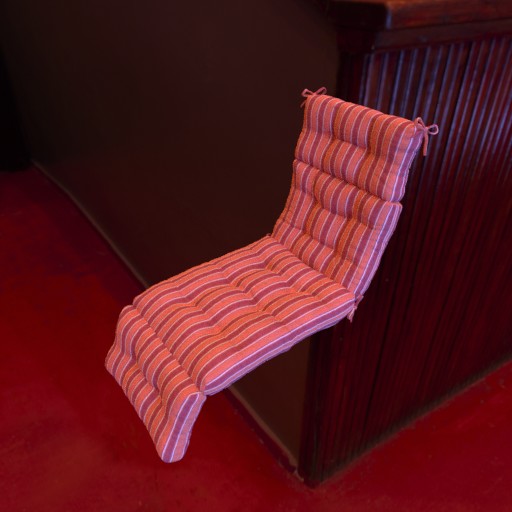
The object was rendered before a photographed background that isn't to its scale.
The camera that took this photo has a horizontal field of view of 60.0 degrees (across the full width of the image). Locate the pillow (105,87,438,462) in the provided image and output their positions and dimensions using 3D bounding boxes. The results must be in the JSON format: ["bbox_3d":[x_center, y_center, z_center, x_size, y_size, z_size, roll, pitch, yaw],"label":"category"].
[{"bbox_3d":[0.000,0.000,1.466,1.016,0.863,0.526,-23,41,-30],"label":"pillow"}]
